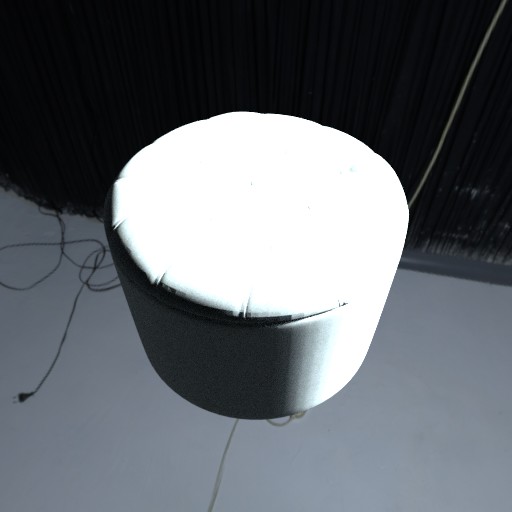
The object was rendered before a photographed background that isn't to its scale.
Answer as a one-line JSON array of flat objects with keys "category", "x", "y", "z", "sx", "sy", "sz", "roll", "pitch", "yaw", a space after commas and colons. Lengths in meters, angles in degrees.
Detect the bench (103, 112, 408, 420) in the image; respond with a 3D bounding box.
[{"category": "bench", "x": 0.000, "y": 0.000, "z": 1.017, "sx": 0.600, "sy": 0.453, "sz": 0.600, "roll": 0, "pitch": 47, "yaw": 0}]
